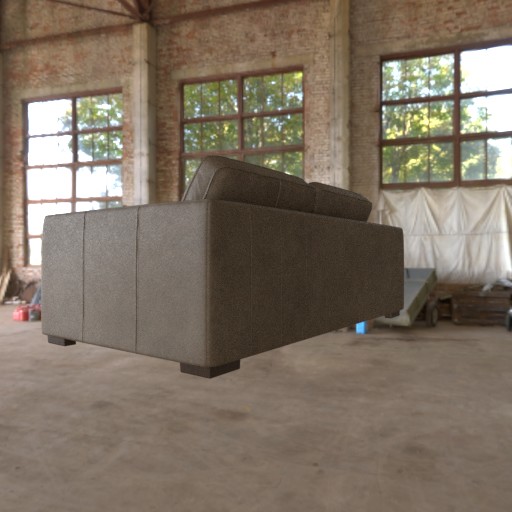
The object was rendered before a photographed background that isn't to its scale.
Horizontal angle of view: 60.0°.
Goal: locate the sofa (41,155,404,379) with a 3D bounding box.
[{"bbox_3d":[0.000,0.000,2.473,1.070,0.800,1.920,0,0,36],"label":"sofa"}]
